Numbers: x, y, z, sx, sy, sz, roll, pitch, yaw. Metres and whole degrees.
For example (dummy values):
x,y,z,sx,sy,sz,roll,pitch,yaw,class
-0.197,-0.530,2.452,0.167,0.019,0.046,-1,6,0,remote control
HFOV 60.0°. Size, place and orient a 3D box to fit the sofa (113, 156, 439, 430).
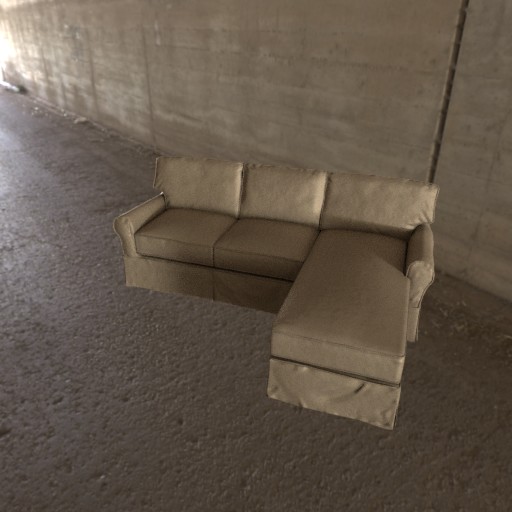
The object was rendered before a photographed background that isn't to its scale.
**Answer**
x,y,z,sx,sy,sz,roll,pitch,yaw,class
0.000,0.000,3.283,2.475,0.978,1.733,9,29,17,sofa
